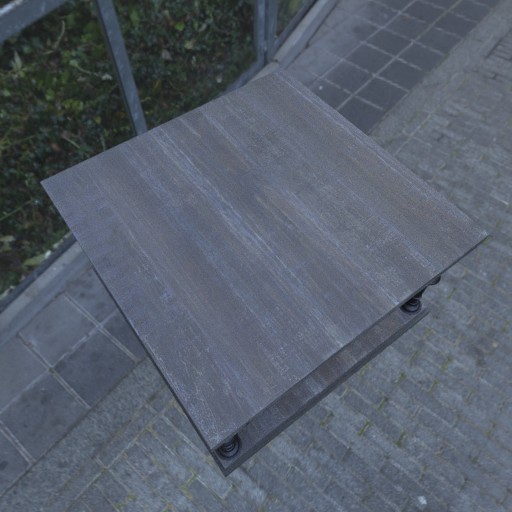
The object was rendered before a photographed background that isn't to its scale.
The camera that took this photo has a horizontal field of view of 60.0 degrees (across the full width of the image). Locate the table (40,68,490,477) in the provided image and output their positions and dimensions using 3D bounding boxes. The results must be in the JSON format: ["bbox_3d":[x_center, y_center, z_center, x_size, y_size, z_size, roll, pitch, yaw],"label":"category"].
[{"bbox_3d":[0.000,0.000,1.129,0.696,0.400,0.696,-32,63,-19],"label":"table"}]
